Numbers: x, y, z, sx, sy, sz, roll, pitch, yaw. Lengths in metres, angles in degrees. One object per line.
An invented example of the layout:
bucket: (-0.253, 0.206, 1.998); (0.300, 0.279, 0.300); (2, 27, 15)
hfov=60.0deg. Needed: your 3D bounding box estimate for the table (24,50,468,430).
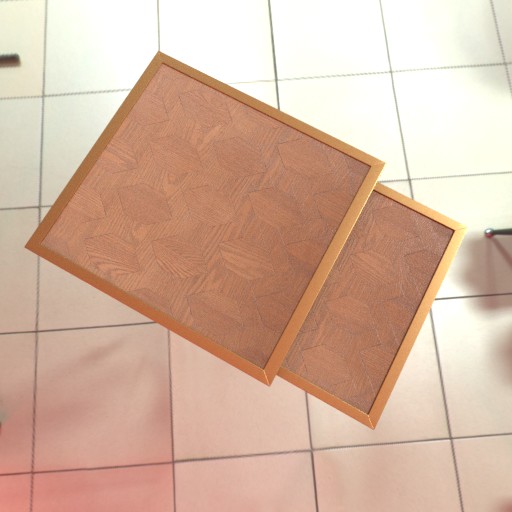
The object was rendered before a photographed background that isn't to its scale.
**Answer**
table: (0.000, 0.000, 1.121); (0.762, 0.505, 0.505); (28, 79, 6)
